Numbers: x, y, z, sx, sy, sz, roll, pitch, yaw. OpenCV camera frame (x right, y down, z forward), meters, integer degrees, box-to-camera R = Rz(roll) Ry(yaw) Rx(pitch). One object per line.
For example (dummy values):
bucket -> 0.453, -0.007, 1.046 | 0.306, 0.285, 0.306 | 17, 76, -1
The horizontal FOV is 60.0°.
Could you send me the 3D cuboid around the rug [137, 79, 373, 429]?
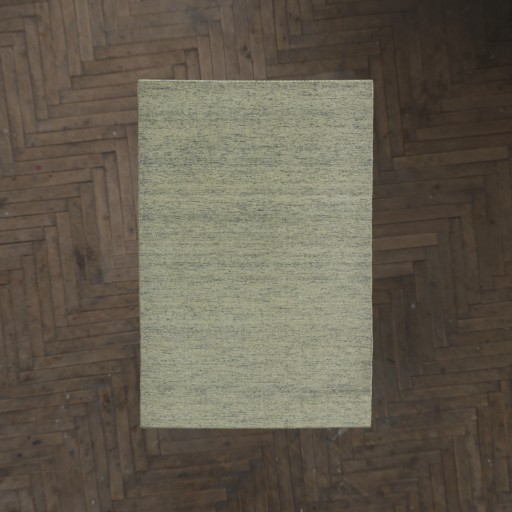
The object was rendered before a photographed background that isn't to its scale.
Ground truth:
rug -> 0.000, 0.000, 2.347 | 1.243, 0.014, 1.846 | 0, 91, 0
